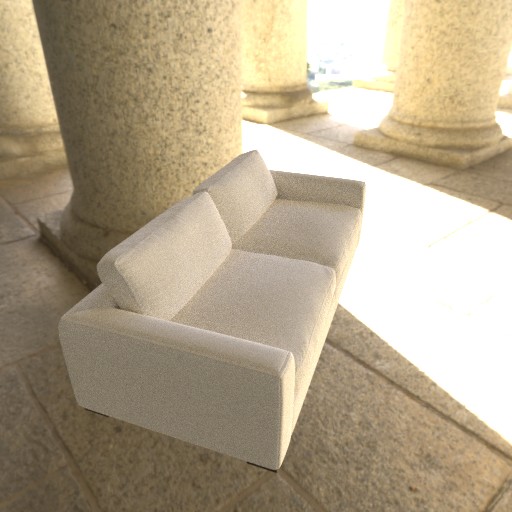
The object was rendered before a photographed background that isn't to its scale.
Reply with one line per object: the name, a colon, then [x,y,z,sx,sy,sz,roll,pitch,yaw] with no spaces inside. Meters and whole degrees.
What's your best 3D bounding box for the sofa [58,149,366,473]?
sofa: [0.000,0.000,2.755,1.070,0.801,2.262,10,31,17]
